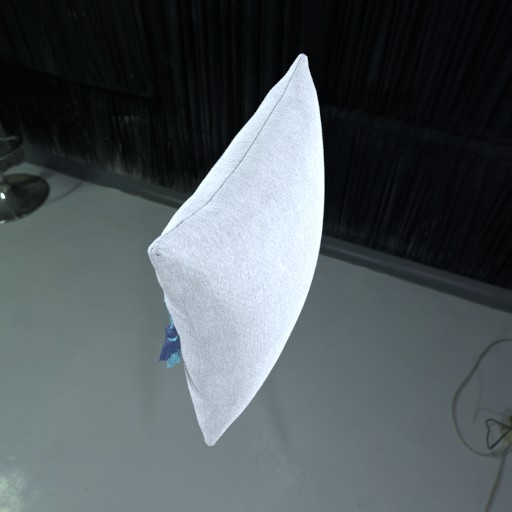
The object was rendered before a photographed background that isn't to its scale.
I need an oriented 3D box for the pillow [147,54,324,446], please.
[{"bbox_3d":[0.000,0.000,0.671,0.173,0.436,0.433,16,49,14],"label":"pillow"}]
